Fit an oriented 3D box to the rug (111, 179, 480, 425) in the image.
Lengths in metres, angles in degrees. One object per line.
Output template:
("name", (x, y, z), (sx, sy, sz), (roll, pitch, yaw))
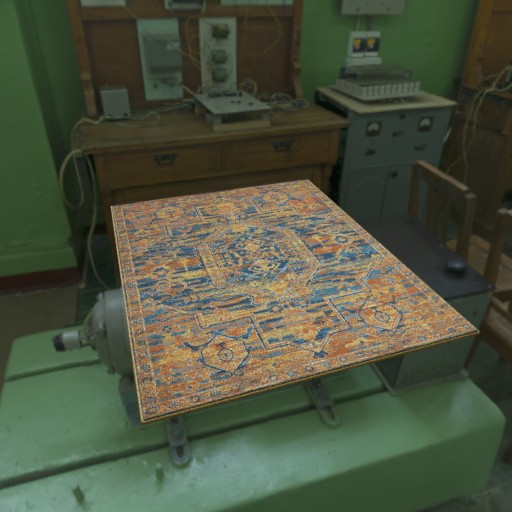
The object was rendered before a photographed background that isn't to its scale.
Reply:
("rug", (0.000, 0.000, 4.116), (2.435, 0.031, 3.040), (-10, 34, -16))
